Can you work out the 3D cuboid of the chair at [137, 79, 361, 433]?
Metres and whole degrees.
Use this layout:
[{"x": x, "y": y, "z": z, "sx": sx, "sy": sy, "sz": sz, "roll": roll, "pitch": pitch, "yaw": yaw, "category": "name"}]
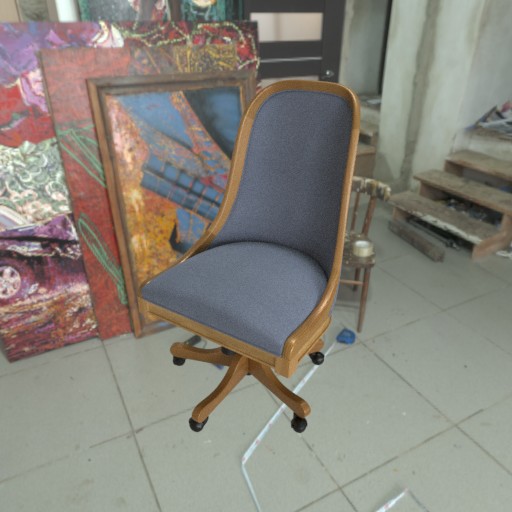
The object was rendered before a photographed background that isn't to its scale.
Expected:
[{"x": 0.000, "y": 0.000, "z": 1.490, "sx": 0.605, "sy": 1.031, "sz": 0.735, "roll": 17, "pitch": 33, "yaw": 28, "category": "chair"}]
